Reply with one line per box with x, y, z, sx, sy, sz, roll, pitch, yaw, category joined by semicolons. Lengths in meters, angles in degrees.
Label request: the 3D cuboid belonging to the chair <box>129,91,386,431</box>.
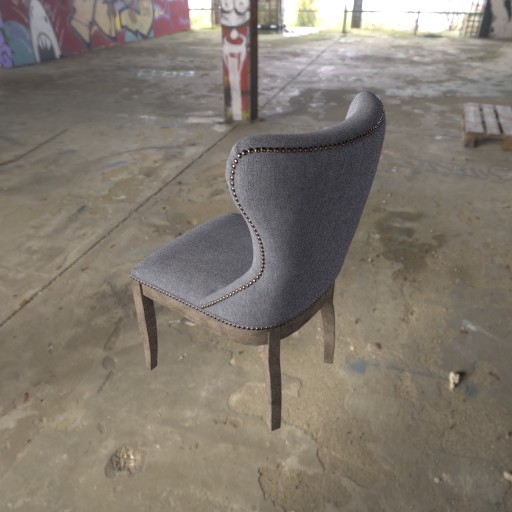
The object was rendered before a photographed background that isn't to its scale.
0.000;0.000;1.471;0.681;1.002;0.654;21;38;30;chair
